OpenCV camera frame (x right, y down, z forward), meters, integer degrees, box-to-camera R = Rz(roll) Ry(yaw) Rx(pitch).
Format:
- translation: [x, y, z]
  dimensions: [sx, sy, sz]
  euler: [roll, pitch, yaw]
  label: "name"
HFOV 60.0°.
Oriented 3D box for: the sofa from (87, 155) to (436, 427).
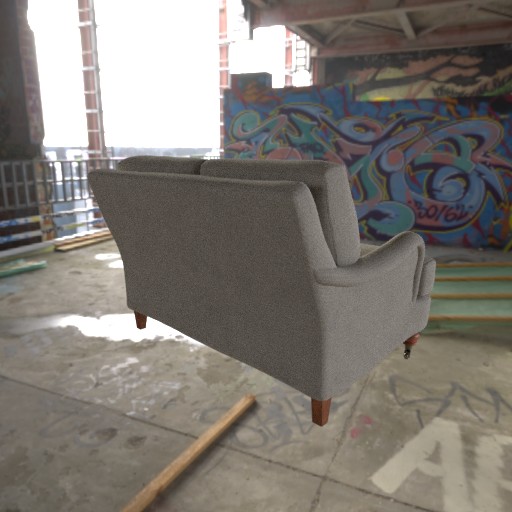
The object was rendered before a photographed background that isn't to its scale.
- translation: [0.000, 0.000, 2.270]
  dimensions: [1.480, 0.999, 1.087]
  euler: [13, 19, 43]
  label: "sofa"
